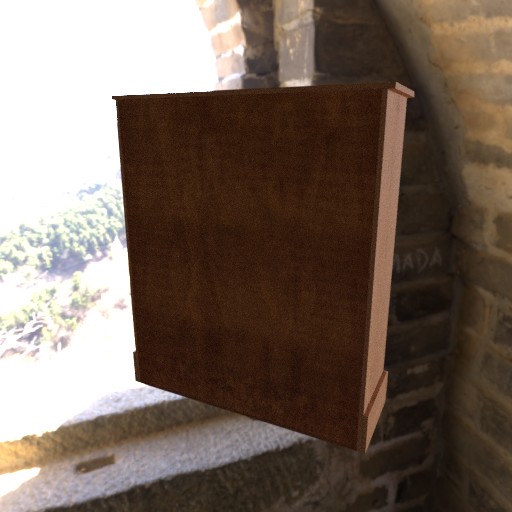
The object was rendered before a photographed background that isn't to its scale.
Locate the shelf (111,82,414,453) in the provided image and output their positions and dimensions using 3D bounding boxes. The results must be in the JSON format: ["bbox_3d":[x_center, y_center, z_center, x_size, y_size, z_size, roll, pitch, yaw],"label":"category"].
[{"bbox_3d":[0.000,0.000,1.420,0.840,0.980,0.291,8,17,26],"label":"shelf"}]
